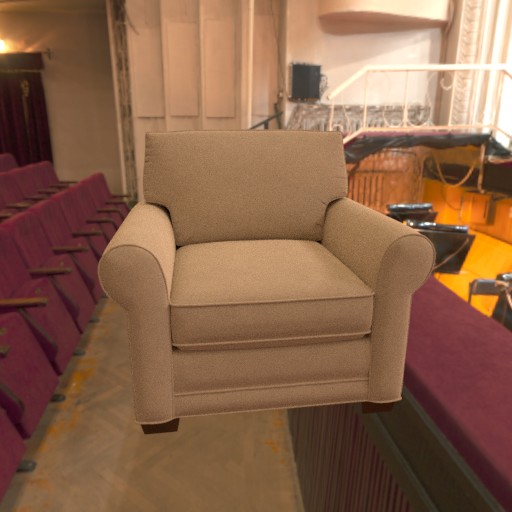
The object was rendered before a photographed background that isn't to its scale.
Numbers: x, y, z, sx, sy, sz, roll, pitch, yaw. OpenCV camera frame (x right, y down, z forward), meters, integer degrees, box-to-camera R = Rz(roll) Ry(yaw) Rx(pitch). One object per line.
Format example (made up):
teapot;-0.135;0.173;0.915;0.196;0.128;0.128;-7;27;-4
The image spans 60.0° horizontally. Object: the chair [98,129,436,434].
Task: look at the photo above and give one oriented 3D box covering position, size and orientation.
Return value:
chair;0.000;0.000;1.749;1.040;0.955;0.863;-2;17;-8
